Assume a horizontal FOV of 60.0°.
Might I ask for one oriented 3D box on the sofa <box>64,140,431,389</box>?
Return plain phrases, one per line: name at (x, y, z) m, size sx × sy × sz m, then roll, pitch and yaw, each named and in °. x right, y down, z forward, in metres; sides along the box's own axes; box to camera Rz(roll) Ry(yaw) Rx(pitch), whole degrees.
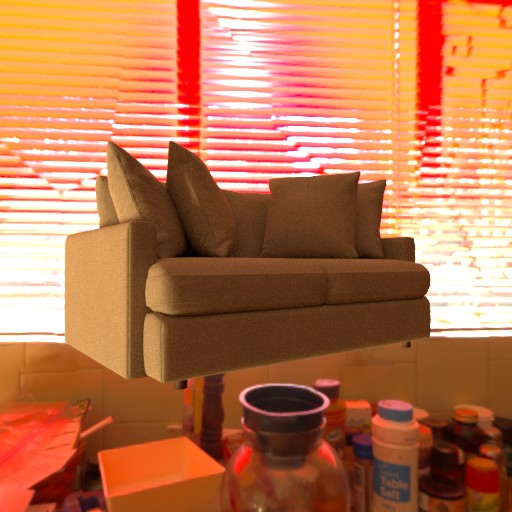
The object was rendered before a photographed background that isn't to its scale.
sofa at (0.000, 0.000, 2.609) m, size 1.869 × 1.080 × 1.228 m, roll 1°, pitch -1°, yaw -36°
